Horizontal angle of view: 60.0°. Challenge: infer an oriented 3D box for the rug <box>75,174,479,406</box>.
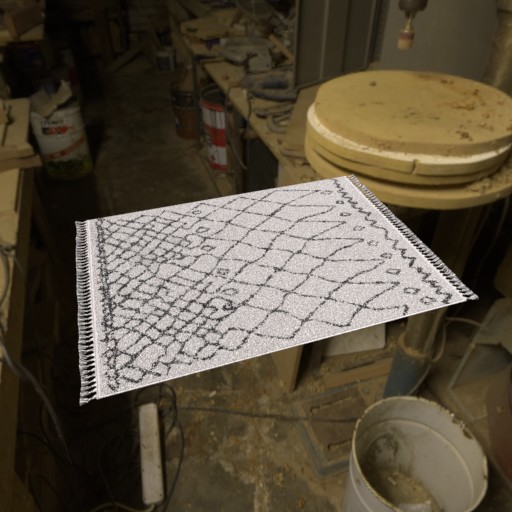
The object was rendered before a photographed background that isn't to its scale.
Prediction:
[{"bbox_3d":[0.000,0.000,2.999,2.312,0.017,1.613,-12,41,-14],"label":"rug"}]
